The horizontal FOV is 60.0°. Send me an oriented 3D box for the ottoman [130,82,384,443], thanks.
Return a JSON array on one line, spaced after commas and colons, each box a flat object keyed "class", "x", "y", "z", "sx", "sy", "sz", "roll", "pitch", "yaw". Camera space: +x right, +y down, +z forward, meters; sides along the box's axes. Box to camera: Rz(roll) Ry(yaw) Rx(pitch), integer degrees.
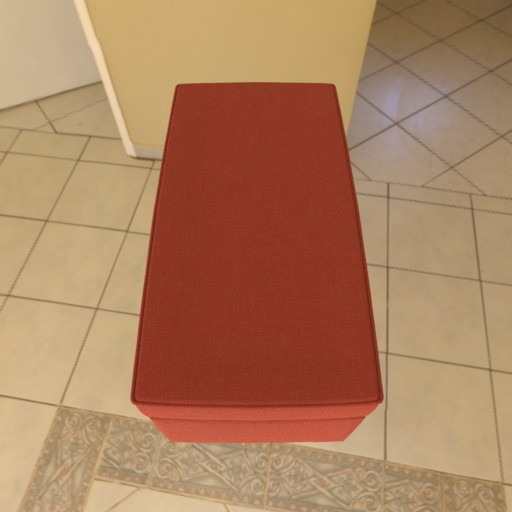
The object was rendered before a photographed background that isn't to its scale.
[{"class": "ottoman", "x": 0.000, "y": 0.000, "z": 1.247, "sx": 0.497, "sy": 0.454, "sz": 0.948, "roll": 0, "pitch": 58, "yaw": 0}]
